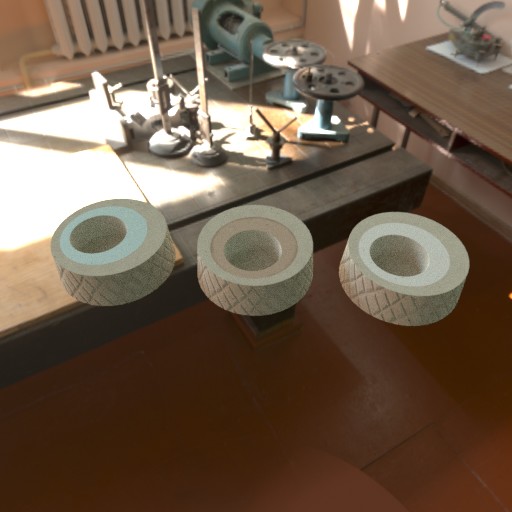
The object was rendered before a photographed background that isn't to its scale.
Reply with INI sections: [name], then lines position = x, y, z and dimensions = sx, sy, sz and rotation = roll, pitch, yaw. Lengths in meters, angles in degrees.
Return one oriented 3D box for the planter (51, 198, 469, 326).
[planter]
position = 0.000, 0.000, 0.424
dimensions = 0.390, 0.038, 0.114
rotation = 3, 46, 3
